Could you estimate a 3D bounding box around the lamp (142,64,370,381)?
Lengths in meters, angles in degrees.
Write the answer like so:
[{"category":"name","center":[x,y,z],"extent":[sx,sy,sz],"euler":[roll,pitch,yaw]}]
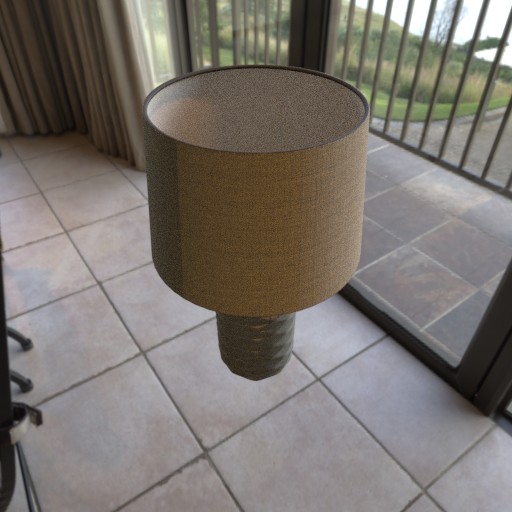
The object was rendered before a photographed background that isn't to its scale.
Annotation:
[{"category":"lamp","center":[0.000,0.000,0.835],"extent":[0.376,0.594,0.376],"euler":[0,41,0]}]
